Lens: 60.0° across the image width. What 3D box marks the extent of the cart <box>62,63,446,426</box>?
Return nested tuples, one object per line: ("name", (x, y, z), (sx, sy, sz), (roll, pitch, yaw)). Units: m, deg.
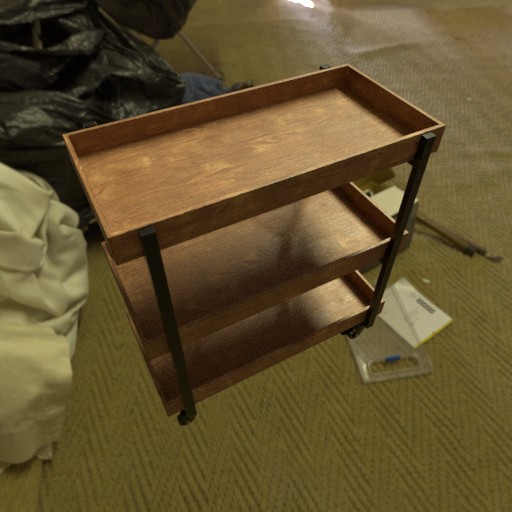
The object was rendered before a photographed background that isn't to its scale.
("cart", (0.000, 0.000, 1.249), (0.750, 0.800, 0.411), (-21, 50, -19))
